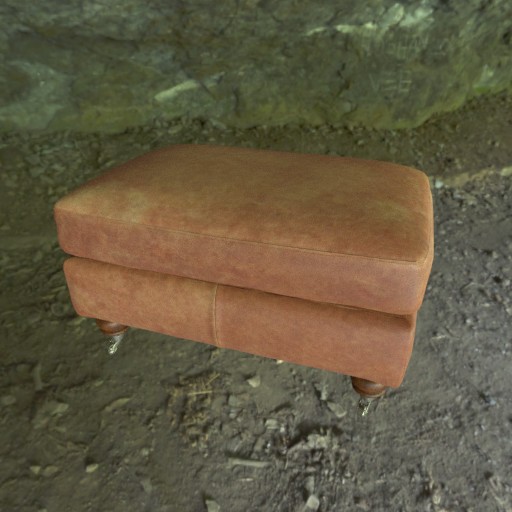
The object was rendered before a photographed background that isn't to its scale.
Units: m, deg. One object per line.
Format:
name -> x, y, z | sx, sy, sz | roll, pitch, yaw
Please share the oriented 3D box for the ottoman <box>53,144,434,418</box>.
ottoman -> 0.000, 0.000, 1.199 | 0.852, 0.507, 0.565 | 9, 29, 17
